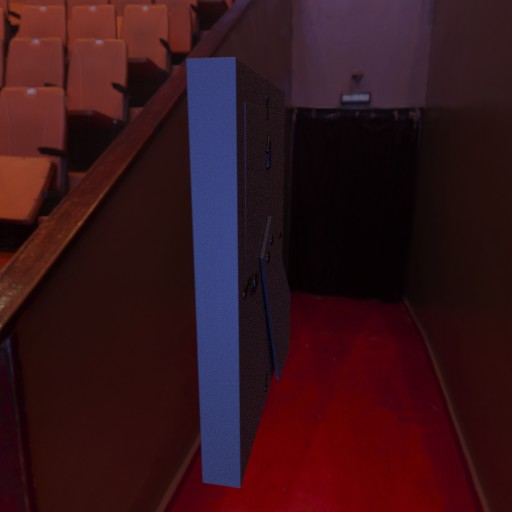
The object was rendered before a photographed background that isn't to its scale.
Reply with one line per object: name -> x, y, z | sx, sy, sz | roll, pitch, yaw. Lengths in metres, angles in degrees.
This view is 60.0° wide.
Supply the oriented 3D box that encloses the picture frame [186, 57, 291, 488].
picture frame -> 0.000, 0.000, 0.279 | 0.028, 0.208, 0.157 | 3, 16, 10
